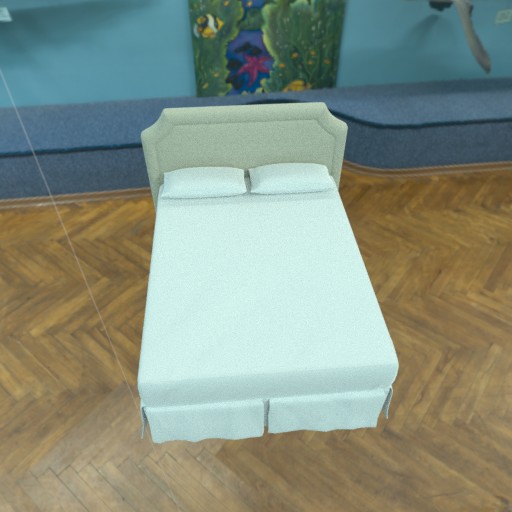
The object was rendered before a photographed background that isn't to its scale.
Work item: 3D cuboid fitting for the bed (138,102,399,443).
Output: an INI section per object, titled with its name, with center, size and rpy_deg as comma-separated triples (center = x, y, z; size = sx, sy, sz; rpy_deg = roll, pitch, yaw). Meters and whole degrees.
[bed]
center = 0.000, 0.000, 3.200
size = 1.693, 1.290, 2.116
rpy_deg = -3, 45, -3
